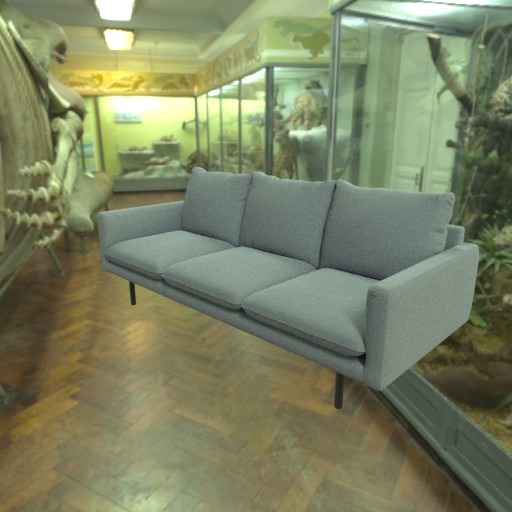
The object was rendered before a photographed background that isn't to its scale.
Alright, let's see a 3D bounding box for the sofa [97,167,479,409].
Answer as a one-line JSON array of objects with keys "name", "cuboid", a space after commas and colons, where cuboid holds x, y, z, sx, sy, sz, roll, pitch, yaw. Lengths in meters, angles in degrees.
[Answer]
[{"name": "sofa", "cuboid": [0.000, 0.000, 2.410, 2.000, 0.830, 0.850, 15, 22, 42]}]
